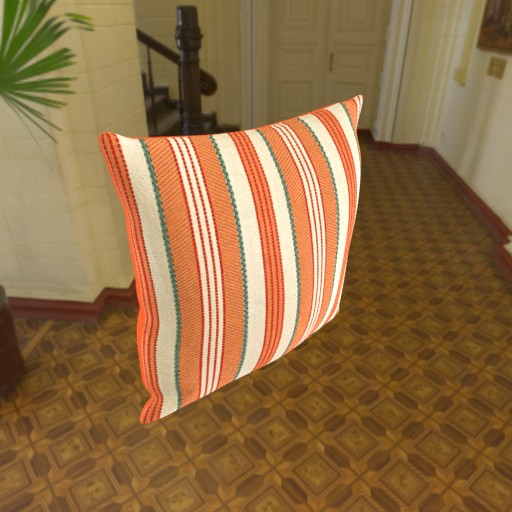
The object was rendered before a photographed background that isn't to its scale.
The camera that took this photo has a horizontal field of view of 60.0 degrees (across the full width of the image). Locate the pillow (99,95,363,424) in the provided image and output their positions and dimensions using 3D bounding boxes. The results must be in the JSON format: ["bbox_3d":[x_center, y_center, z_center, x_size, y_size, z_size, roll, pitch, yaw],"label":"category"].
[{"bbox_3d":[0.000,0.000,0.682,0.440,0.441,0.182,-22,36,-33],"label":"pillow"}]
